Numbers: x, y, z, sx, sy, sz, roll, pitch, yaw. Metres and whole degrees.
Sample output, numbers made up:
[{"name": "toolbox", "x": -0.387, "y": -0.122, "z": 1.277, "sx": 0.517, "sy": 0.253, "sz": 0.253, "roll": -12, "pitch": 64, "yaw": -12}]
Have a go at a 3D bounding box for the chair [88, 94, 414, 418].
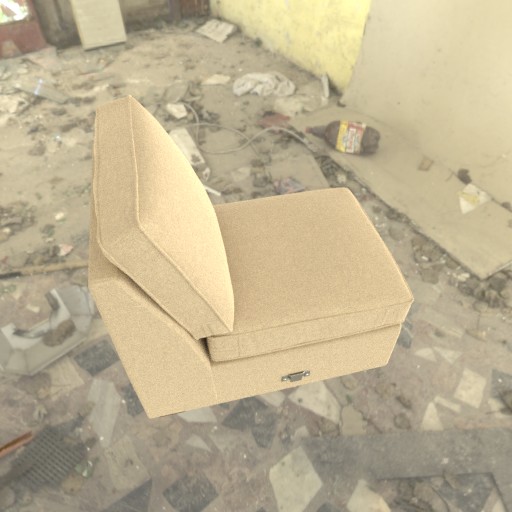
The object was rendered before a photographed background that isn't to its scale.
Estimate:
[{"name": "chair", "x": 0.000, "y": 0.000, "z": 1.524, "sx": 0.938, "sy": 0.970, "sz": 0.621, "roll": -10, "pitch": 48, "yaw": -9}]
